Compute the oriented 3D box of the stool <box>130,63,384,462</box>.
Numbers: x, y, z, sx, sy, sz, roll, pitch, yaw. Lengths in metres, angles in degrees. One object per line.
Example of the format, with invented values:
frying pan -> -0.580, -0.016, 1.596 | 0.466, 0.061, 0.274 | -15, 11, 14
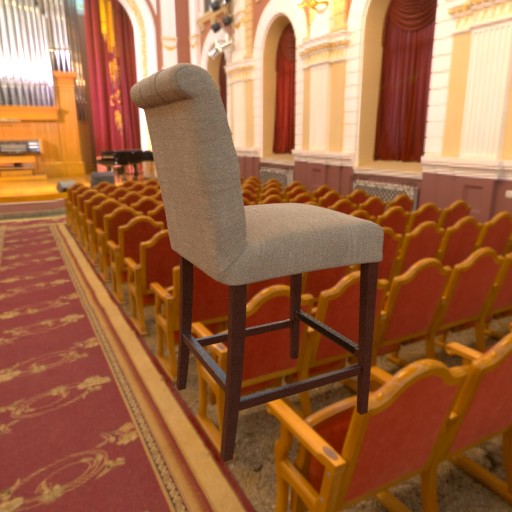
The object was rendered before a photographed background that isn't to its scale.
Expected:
stool -> 0.000, 0.000, 1.448 | 0.660, 1.084, 0.486 | -8, 17, -26
